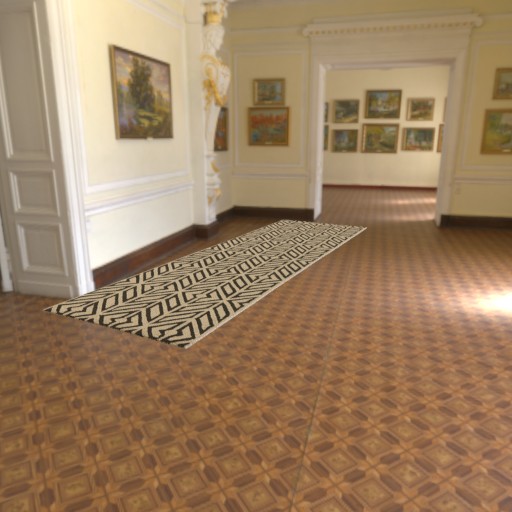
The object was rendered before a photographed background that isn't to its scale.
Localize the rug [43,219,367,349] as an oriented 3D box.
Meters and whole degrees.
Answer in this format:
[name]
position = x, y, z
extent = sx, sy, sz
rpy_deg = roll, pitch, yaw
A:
[rug]
position = 0.000, 0.000, 2.741
extent = 0.750, 0.009, 2.435
rpy_deg = 8, 17, 27
